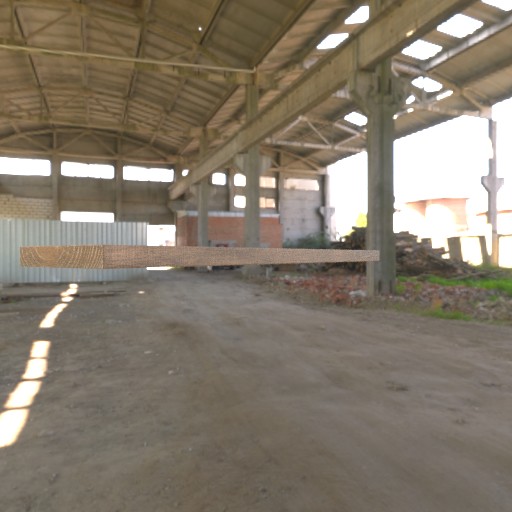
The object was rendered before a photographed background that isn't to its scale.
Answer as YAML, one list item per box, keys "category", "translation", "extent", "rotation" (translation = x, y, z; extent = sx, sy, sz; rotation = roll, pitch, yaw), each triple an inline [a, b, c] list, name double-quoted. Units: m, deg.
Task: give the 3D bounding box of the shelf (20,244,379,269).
- category: "shelf"
  translation: [0.000, 0.000, 0.649]
  extent: [0.140, 0.020, 0.610]
  rotation: [0, 0, 36]
